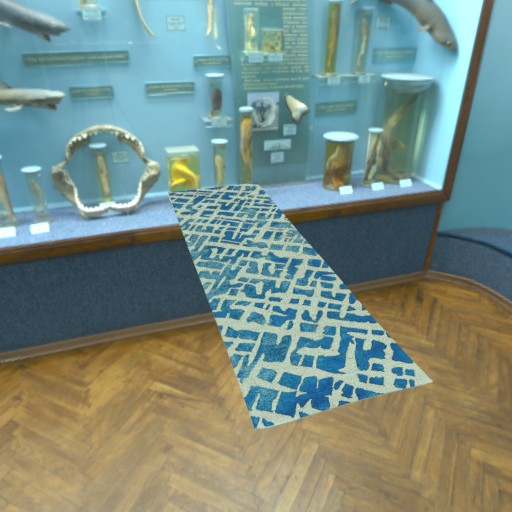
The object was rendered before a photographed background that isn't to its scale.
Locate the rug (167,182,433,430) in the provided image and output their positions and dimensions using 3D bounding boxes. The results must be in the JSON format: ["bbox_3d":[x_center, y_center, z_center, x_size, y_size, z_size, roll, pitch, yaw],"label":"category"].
[{"bbox_3d":[0.000,0.000,2.720,0.768,0.011,2.446,-9,31,-15],"label":"rug"}]
